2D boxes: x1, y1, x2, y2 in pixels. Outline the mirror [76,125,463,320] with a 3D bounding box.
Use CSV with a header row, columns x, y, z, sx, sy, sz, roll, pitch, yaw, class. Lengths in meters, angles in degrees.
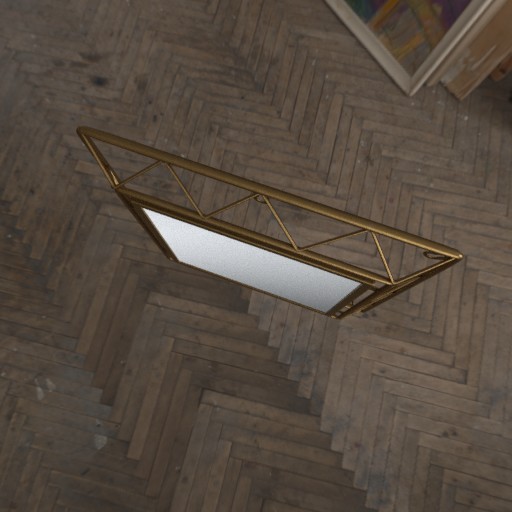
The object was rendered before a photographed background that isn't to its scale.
x,y,z,sx,sy,sz,roll,pitch,yaw,class
0.000,0.000,0.636,0.416,0.414,0.046,19,76,5,mirror
